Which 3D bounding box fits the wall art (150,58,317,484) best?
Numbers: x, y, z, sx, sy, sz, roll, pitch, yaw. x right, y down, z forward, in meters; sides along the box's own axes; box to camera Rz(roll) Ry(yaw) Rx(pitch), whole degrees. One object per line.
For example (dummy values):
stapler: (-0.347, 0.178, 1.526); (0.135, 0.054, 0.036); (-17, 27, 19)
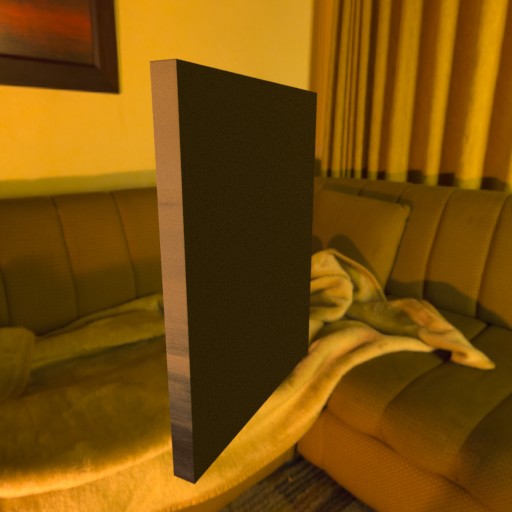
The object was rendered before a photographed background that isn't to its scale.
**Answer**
wall art: (0.000, 0.000, 0.823); (0.040, 0.608, 0.489); (8, 17, 26)
